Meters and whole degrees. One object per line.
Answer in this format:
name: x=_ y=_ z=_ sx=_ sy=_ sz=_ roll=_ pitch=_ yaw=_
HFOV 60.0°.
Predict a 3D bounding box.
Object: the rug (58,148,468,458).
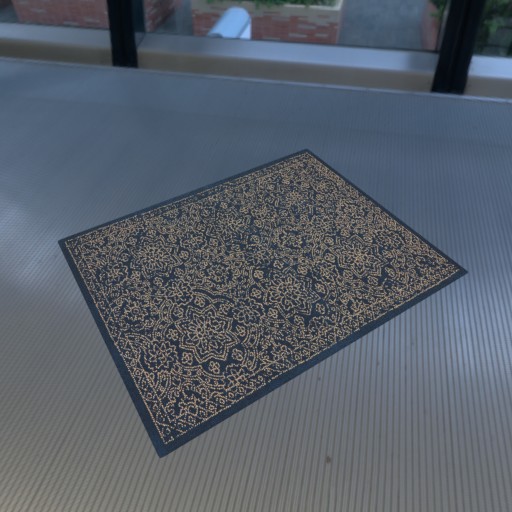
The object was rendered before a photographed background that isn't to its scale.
rug: x=0.000 y=0.000 z=4.180 sx=3.048 sy=0.010 sz=2.438 roll=-25 pitch=51 yaw=-22
